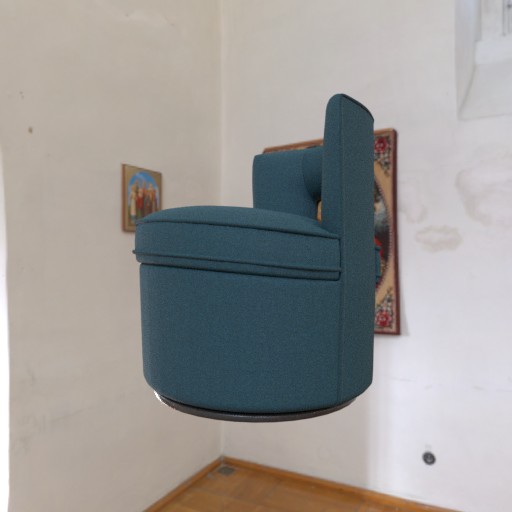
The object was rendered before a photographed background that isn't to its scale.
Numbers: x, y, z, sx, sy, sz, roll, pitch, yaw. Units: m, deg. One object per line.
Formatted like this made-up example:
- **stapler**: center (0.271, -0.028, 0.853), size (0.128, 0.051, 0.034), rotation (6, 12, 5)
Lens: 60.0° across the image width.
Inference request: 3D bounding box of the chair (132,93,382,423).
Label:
- **chair**: center (0.000, 0.000, 1.226), size (0.660, 0.711, 0.684), rotation (0, 0, -17)
